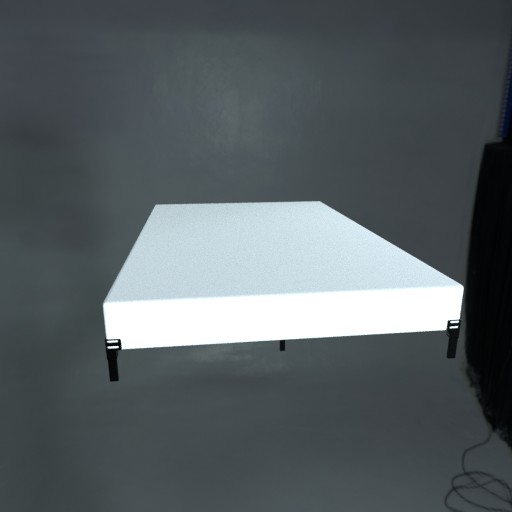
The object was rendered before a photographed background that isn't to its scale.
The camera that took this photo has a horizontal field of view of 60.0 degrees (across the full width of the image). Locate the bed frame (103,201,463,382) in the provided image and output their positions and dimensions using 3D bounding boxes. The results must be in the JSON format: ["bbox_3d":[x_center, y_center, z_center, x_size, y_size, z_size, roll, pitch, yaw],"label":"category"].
[{"bbox_3d":[0.000,0.000,3.779,1.930,0.440,2.987,-2,16,-7],"label":"bed frame"}]
